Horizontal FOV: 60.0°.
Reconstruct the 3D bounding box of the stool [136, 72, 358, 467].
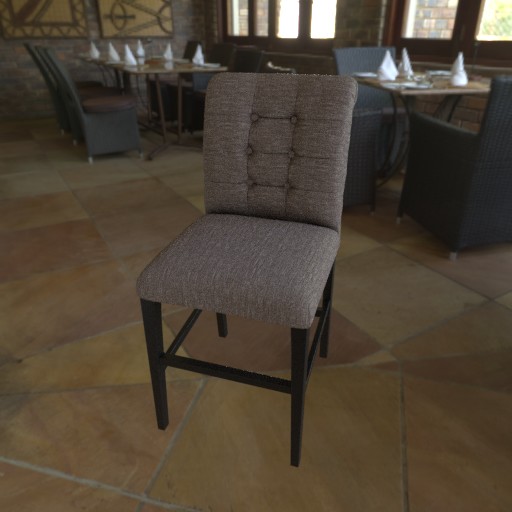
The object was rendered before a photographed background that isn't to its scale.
[{"bbox_3d":[0.000,0.000,1.321,0.457,0.970,0.611,8,28,16],"label":"stool"}]
